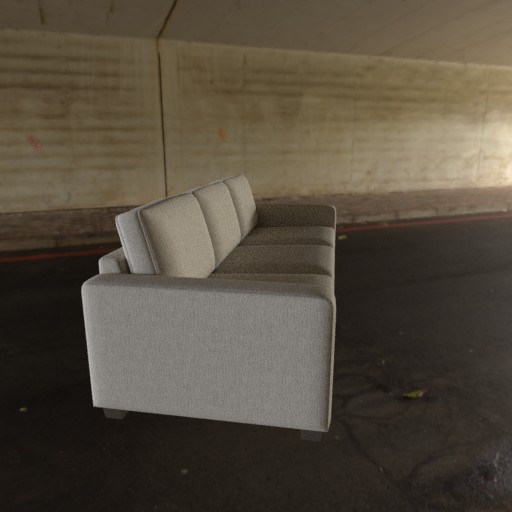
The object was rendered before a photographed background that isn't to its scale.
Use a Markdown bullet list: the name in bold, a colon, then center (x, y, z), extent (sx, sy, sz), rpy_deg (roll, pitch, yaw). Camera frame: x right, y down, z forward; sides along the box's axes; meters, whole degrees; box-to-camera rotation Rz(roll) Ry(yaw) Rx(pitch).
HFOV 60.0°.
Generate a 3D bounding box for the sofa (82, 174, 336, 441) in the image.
- **sofa**: center (0.000, 0.000, 2.540), extent (0.900, 0.800, 2.160), rpy_deg (3, 15, 10)
